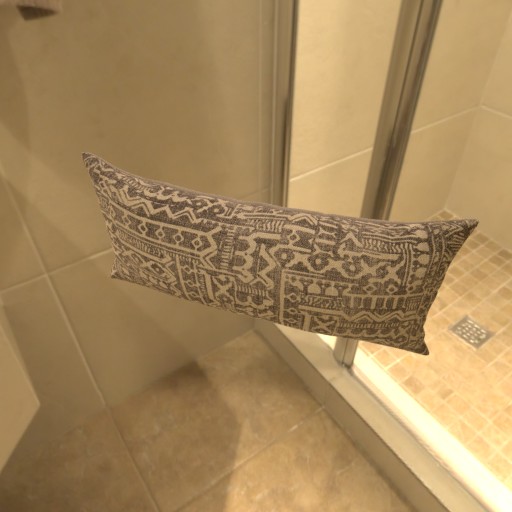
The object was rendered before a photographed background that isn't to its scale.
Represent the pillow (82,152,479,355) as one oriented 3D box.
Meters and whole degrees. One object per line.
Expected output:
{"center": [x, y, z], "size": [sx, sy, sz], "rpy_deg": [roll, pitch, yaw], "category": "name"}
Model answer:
{"center": [0.000, 0.000, 0.747], "size": [0.631, 0.290, 0.148], "rpy_deg": [12, 43, 13], "category": "pillow"}
